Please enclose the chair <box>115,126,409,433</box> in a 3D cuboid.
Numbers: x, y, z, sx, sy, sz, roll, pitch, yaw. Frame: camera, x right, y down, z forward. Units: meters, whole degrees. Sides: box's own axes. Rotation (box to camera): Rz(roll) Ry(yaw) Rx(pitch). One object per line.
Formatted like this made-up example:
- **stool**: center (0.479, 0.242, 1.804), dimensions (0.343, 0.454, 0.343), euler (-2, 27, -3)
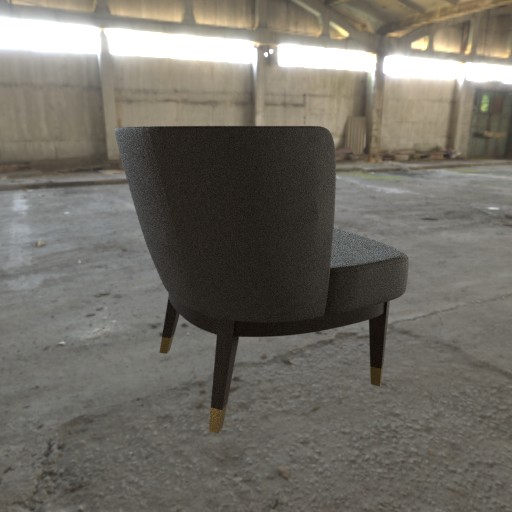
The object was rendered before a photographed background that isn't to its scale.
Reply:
- **chair**: center (0.000, 0.000, 1.247), dimensions (0.698, 0.695, 0.639), euler (-8, 17, -26)
